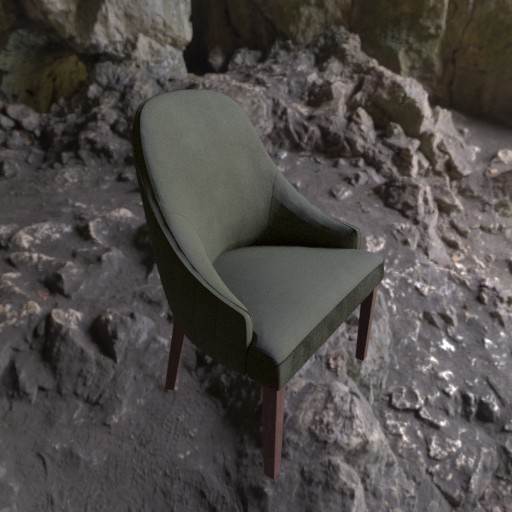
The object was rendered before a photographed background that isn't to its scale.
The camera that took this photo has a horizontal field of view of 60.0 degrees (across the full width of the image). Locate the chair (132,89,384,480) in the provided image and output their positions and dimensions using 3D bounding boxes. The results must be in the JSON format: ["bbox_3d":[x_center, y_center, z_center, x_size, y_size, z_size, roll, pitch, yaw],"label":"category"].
[{"bbox_3d":[0.000,0.000,1.302,0.575,0.889,0.643,17,31,31],"label":"chair"}]
